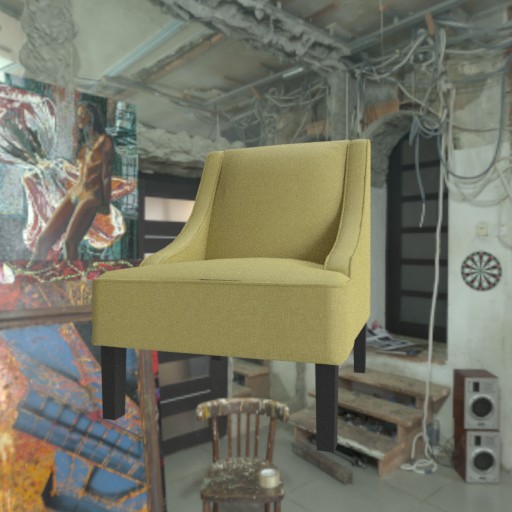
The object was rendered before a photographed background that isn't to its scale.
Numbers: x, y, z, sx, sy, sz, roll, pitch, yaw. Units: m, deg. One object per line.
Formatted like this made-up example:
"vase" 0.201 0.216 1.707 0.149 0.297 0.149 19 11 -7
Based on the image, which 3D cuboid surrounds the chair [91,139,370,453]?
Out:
"chair" 0.000 0.000 1.470 0.696 0.896 0.814 0 0 19
